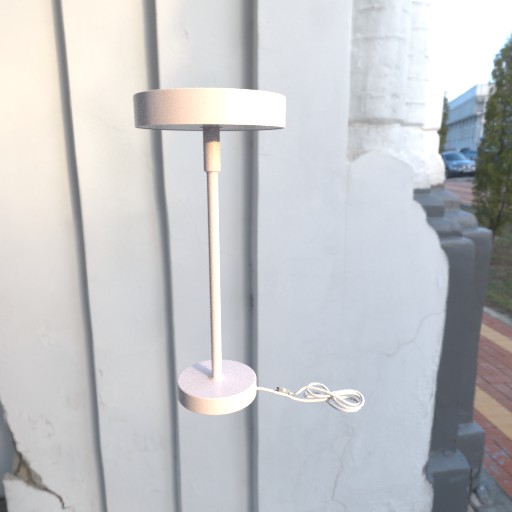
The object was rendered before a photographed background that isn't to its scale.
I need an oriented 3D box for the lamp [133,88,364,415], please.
[{"bbox_3d":[0.000,0.000,0.722,0.369,0.508,0.229,2,14,9],"label":"lamp"}]
